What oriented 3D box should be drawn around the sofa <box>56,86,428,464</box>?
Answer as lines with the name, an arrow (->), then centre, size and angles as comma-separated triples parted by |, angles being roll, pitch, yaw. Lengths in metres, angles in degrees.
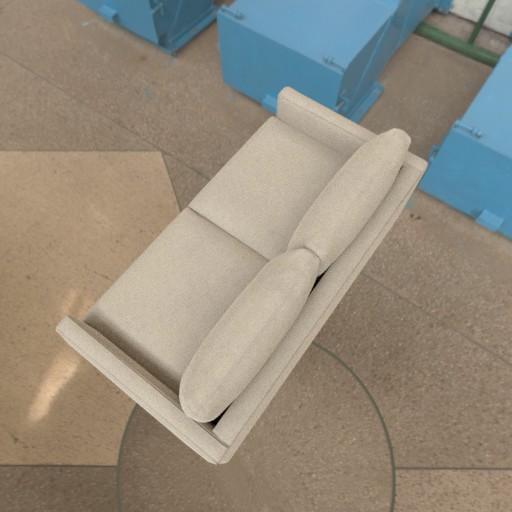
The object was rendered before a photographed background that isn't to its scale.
sofa -> 0.000, 0.000, 2.153 | 0.875, 0.840, 1.682 | 34, 69, 15
